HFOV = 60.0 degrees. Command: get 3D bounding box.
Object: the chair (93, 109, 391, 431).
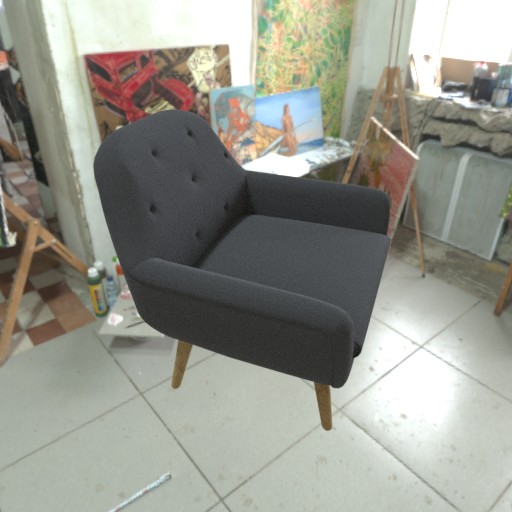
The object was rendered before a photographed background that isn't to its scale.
[{"bbox_3d":[0.000,0.000,1.417,0.779,0.800,0.770,12,33,18],"label":"chair"}]
